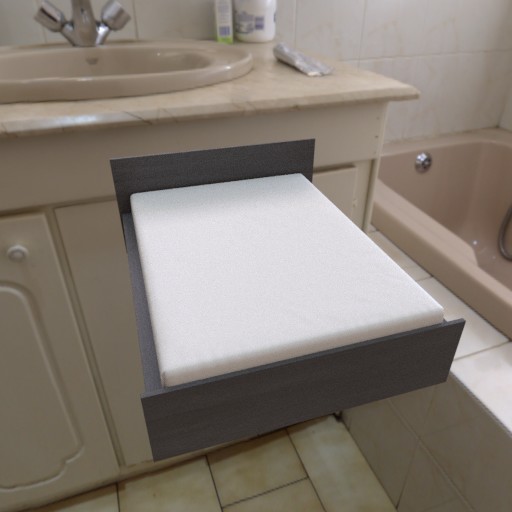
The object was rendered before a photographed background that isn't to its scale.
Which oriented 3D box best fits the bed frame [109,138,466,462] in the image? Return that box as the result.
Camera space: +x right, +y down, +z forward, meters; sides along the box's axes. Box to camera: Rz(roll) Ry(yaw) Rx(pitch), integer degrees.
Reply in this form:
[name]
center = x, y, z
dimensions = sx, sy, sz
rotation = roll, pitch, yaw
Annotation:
[bed frame]
center = 0.000, 0.000, 2.861
dimensions = 1.622, 0.800, 1.960
rotation = -10, 34, -15
